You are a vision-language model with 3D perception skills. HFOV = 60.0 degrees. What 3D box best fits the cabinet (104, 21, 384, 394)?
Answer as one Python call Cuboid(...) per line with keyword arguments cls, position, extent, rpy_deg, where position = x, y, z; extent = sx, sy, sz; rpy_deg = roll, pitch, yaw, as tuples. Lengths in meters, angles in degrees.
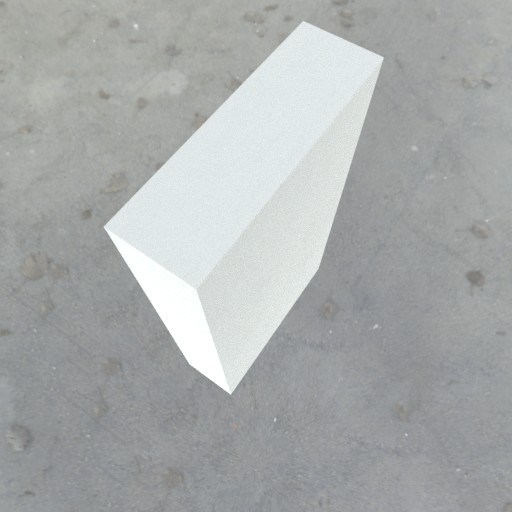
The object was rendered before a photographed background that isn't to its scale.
Cuboid(cls="cabinet", position=(0.000, 0.000, 1.570), extent=(0.250, 1.280, 0.750), rpy_deg=(32, 68, 14))
